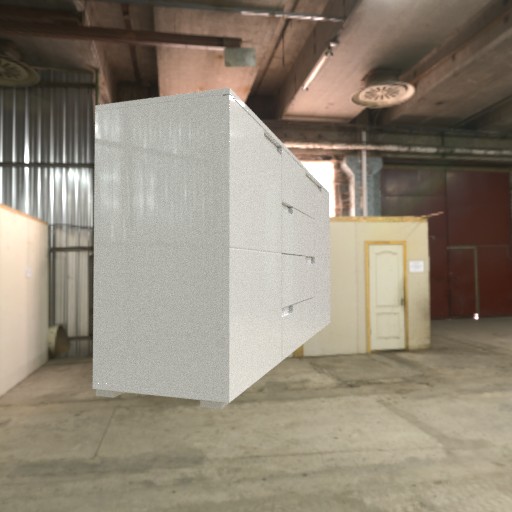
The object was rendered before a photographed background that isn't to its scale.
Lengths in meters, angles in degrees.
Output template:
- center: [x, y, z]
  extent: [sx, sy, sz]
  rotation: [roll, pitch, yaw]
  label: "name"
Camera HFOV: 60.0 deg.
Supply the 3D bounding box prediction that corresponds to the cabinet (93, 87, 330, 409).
- center: [0.000, 0.000, 1.941]
  extent: [0.400, 0.800, 1.650]
  rotation: [0, -1, 18]
  label: "cabinet"
